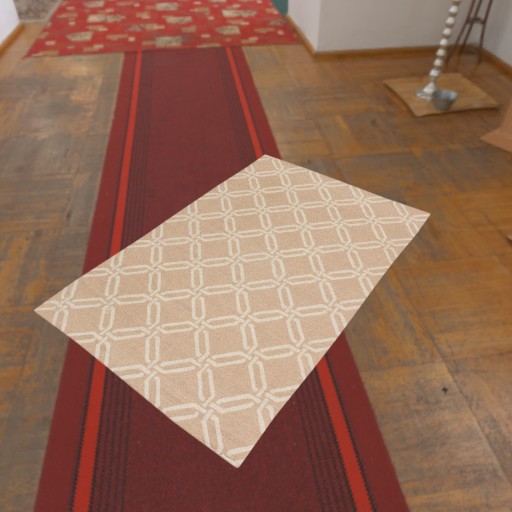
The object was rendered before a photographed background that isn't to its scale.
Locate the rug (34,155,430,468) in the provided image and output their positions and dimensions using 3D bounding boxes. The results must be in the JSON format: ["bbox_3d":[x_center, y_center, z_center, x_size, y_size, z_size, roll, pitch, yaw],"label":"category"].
[{"bbox_3d":[0.000,0.000,2.201,1.146,0.010,1.745,26,48,27],"label":"rug"}]
